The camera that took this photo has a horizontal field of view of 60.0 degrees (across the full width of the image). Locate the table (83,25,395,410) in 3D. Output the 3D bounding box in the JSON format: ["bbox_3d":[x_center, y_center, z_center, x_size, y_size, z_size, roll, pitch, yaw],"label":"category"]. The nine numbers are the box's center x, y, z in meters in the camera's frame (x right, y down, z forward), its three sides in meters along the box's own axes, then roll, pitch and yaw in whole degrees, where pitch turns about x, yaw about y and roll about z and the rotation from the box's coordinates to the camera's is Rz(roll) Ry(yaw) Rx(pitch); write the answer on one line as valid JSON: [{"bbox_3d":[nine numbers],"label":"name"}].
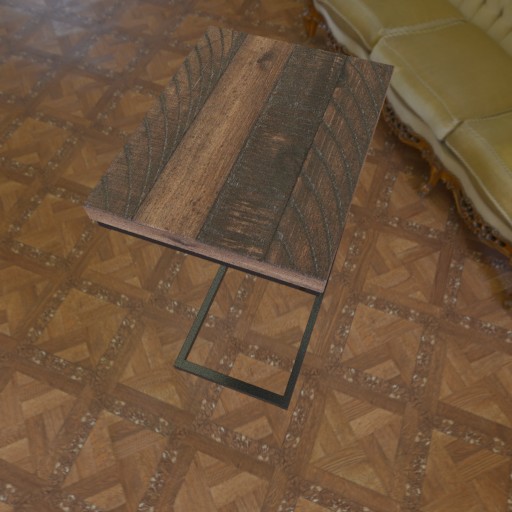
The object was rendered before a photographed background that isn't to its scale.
[{"bbox_3d":[0.000,0.000,0.943,0.323,0.718,0.414,18,61,10],"label":"table"}]
